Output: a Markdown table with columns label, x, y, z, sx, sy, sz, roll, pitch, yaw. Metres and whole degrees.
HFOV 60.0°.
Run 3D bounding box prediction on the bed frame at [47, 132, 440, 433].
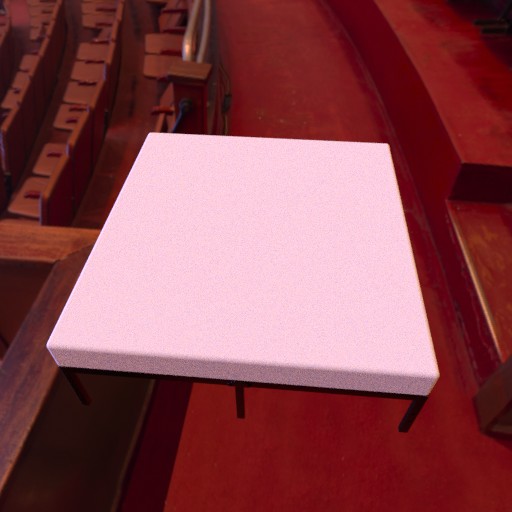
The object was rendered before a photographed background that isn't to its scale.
| label | x | y | z | sx | sy | sz | roll | pitch | yaw |
| --- | --- | --- | --- | --- | --- | --- | --- | --- | --- |
| bed frame | 0.000 | 0.000 | 3.116 | 1.963 | 0.659 | 2.079 | 4 | 46 | 3 |
